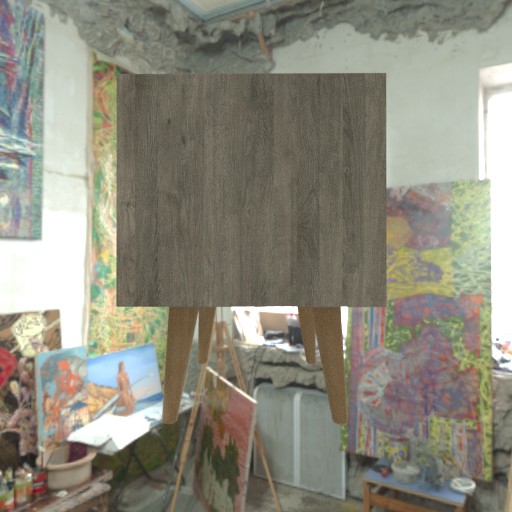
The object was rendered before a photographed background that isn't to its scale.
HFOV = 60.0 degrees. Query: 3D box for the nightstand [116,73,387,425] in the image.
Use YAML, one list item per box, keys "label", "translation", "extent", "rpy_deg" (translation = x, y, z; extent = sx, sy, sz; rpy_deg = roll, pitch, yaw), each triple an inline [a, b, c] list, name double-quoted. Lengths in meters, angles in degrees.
- label: "nightstand"
  translation: [0.000, 0.000, 0.849]
  extent: [0.380, 0.500, 0.480]
  rpy_deg: [0, 0, 1]
